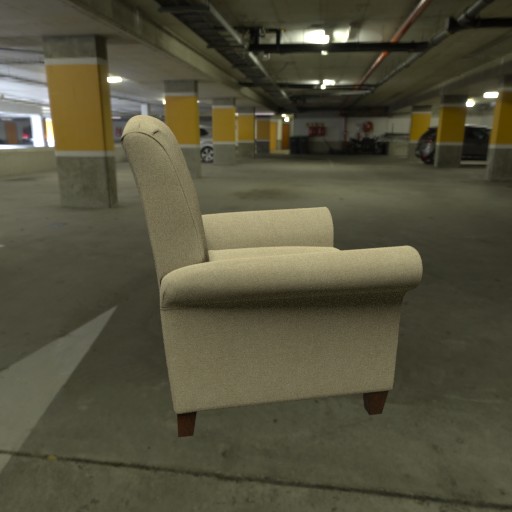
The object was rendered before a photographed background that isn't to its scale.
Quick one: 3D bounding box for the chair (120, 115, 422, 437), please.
[{"bbox_3d":[0.000,0.000,1.765,0.905,1.061,0.978,-3,15,-10],"label":"chair"}]
